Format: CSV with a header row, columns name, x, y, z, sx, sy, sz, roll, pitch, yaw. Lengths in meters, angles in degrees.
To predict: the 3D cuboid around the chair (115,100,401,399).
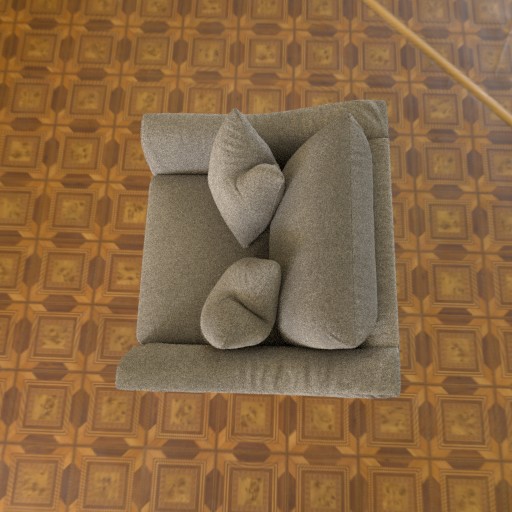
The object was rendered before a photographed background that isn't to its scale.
name,x,y,z,sx,sy,sz,roll,pitch,yaw
chair,0.000,0.000,2.029,1.071,1.059,1.194,1,76,0
